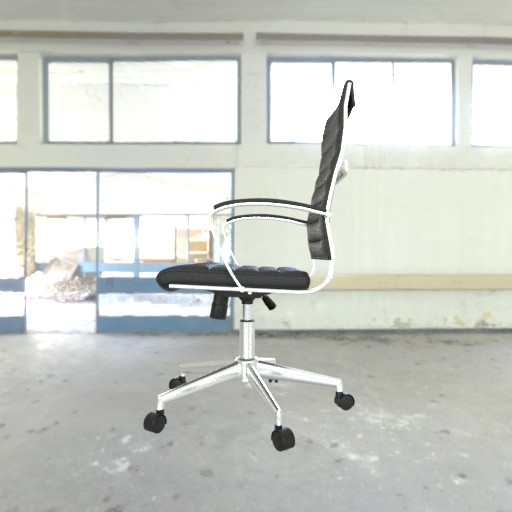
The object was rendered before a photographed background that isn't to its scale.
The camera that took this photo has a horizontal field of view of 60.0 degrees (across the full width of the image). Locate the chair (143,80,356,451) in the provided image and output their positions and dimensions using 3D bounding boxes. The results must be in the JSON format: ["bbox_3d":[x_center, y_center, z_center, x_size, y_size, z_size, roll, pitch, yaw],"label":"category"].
[{"bbox_3d":[0.000,0.000,1.662,0.739,1.149,0.766,0,0,0],"label":"chair"}]
